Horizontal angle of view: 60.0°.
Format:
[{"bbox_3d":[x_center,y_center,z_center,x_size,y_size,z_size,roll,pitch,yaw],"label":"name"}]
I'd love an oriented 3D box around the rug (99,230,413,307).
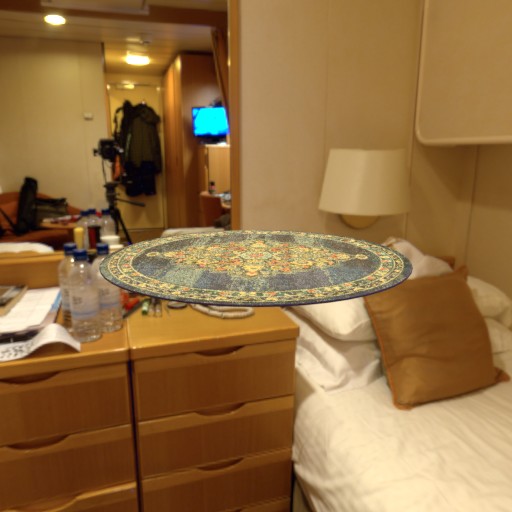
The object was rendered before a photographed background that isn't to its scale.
[{"bbox_3d":[0.000,0.000,3.567,2.386,0.014,2.386,0,13,0],"label":"rug"}]
